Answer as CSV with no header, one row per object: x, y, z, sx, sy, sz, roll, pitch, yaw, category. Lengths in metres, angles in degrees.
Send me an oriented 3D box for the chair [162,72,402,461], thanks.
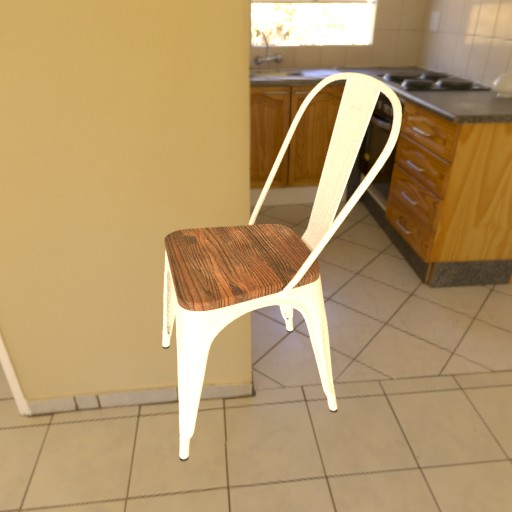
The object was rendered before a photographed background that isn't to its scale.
0.000,0.000,1.139,0.521,0.851,0.452,-8,31,-14,chair
